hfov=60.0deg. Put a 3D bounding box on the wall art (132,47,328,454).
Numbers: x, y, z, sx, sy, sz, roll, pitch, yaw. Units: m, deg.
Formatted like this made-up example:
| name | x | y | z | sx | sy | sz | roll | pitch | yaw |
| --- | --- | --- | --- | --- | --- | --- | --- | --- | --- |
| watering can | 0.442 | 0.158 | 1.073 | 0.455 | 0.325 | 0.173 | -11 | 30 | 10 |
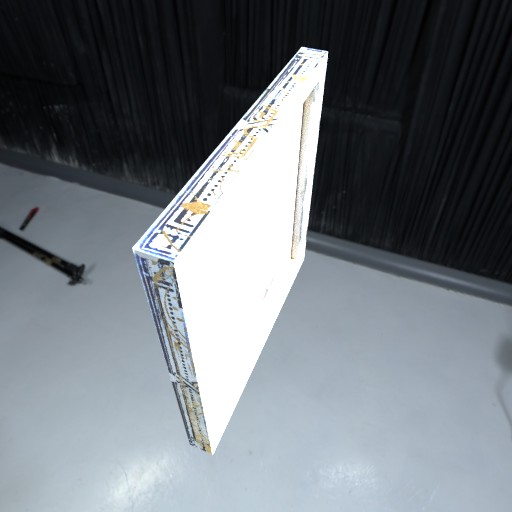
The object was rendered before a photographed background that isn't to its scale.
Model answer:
| name | x | y | z | sx | sy | sz | roll | pitch | yaw |
| --- | --- | --- | --- | --- | --- | --- | --- | --- | --- |
| wall art | 0.000 | 0.000 | 0.617 | 0.038 | 0.410 | 0.411 | 17 | 49 | 15 |
